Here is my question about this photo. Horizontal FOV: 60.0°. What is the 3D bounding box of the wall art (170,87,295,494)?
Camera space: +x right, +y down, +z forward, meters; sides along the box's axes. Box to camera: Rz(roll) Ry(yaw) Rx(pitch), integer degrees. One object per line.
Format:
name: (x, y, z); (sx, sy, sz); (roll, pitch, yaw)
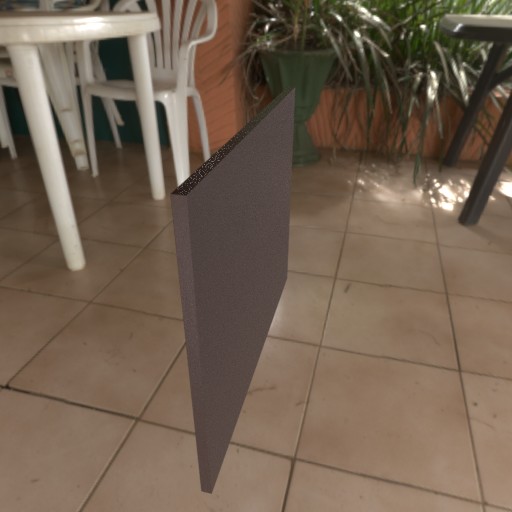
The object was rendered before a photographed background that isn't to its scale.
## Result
wall art: (0.000, 0.000, 1.587); (0.034, 0.952, 1.207); (7, 31, 12)
